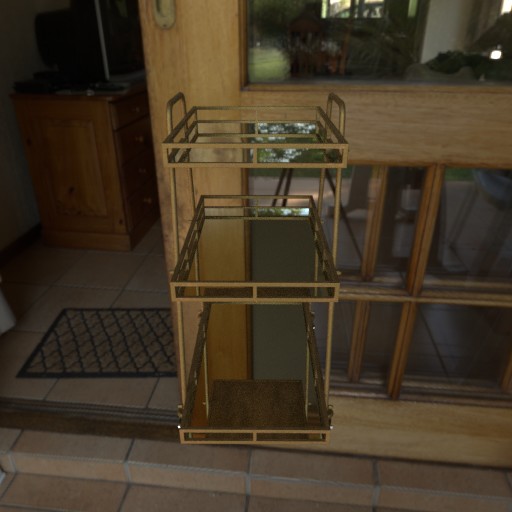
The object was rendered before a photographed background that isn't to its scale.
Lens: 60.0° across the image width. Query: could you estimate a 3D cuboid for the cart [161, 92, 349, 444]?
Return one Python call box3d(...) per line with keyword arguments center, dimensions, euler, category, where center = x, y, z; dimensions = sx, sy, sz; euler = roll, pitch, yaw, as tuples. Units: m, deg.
box3d(center=(0.000, 0.000, 1.289), dimensions=(0.441, 0.883, 0.711), euler=(0, 27, 0), category="cart")
